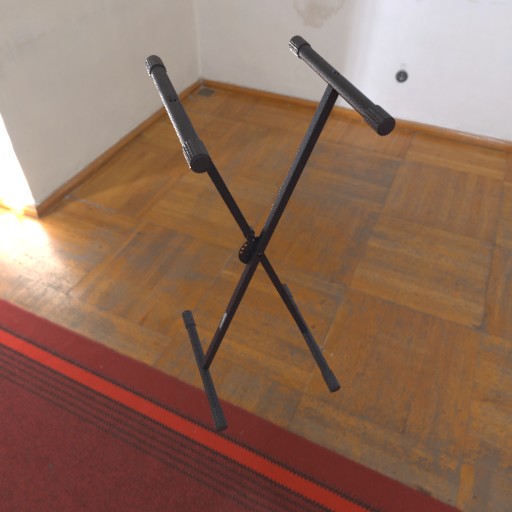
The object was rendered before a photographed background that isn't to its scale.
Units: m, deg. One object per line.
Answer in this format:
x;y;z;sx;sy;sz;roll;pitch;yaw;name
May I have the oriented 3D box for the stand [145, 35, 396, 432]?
0.000;0.000;1.174;0.409;0.940;0.449;-14;48;-13;stand
